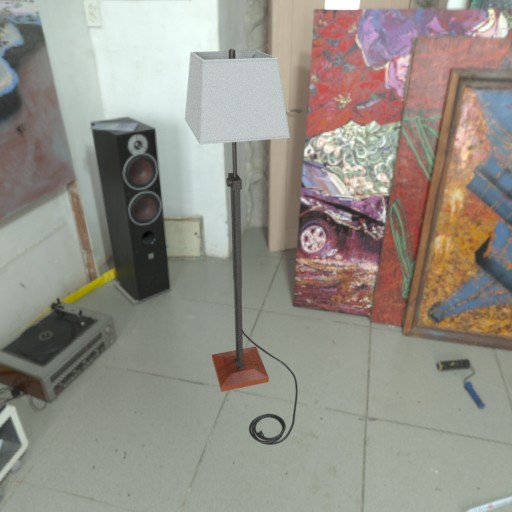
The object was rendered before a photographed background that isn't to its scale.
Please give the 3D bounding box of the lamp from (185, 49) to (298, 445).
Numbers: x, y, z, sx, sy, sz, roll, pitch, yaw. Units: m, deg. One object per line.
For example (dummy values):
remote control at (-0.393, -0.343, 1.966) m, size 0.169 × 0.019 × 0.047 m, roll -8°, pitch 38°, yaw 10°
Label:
lamp at (0.000, 0.000, 2.043) m, size 0.472 × 1.712 × 0.745 m, roll -8°, pitch 31°, yaw -13°
